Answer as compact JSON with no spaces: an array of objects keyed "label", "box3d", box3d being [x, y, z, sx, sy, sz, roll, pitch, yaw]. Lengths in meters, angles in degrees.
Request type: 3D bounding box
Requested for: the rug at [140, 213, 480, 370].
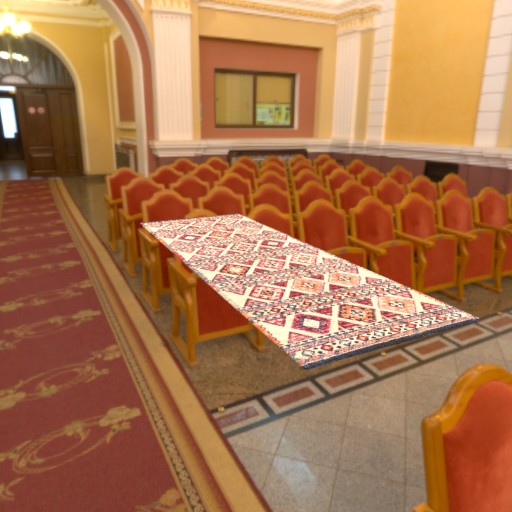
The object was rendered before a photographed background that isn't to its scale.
[{"label":"rug","box3d":[0.000,0.000,2.592,0.832,0.008,2.362,-8,19,-25]}]
